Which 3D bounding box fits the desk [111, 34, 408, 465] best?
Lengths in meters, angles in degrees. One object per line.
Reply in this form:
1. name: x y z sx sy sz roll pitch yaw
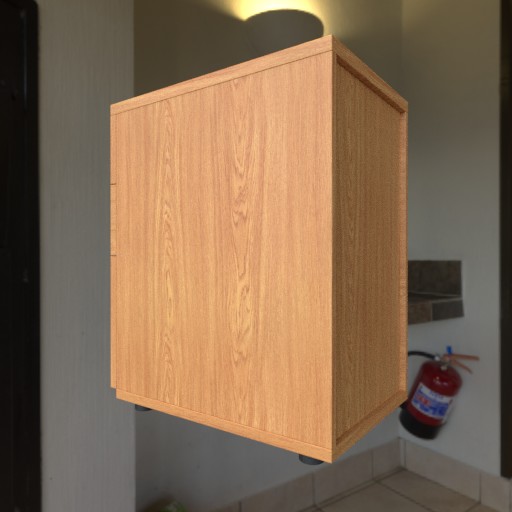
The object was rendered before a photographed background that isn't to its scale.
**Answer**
1. desk: 0.000 0.000 1.067 0.600 0.730 0.404 0 0 36
